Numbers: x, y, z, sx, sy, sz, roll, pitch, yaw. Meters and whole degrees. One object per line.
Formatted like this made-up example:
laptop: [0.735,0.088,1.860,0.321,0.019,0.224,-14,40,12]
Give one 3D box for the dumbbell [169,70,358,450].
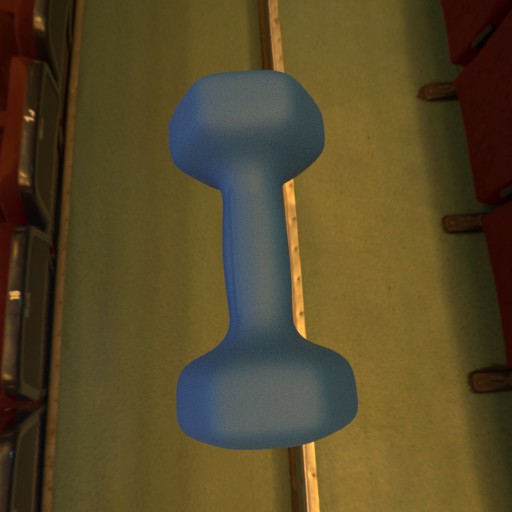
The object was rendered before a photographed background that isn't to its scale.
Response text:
dumbbell: [0.000,0.000,0.268,0.103,0.093,0.212,-3,76,-1]
